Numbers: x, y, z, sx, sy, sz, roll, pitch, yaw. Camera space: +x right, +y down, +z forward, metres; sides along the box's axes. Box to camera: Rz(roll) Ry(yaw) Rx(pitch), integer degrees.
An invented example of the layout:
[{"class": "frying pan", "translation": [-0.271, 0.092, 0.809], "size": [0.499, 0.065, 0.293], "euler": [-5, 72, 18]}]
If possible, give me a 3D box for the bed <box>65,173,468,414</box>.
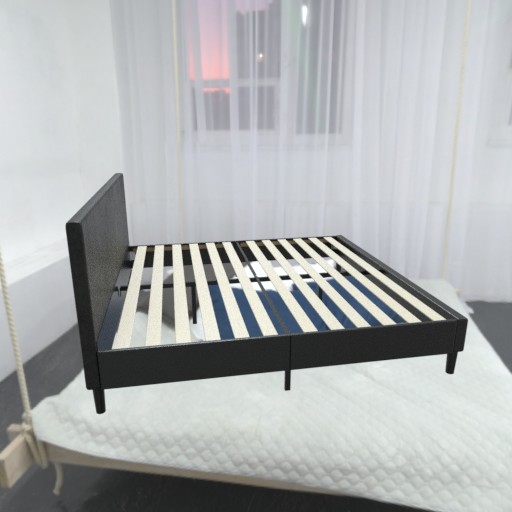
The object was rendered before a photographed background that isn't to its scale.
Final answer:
[{"class": "bed", "translation": [0.000, 0.000, 3.300], "size": [2.152, 1.046, 2.018], "euler": [-3, 17, -10]}]
